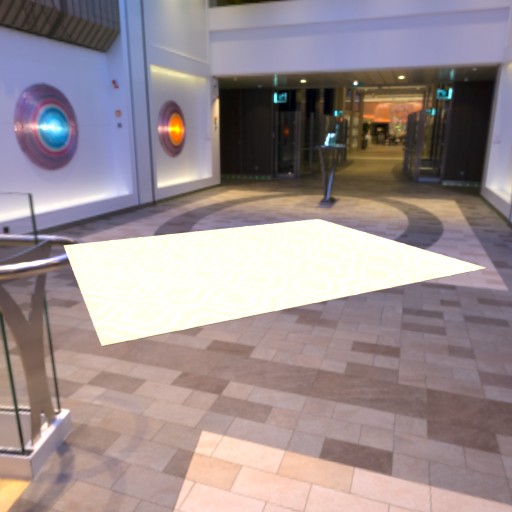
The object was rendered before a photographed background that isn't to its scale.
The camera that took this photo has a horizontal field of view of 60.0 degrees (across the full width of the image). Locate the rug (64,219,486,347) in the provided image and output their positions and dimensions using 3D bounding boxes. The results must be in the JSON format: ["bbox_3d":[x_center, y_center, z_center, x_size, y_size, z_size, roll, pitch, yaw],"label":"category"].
[{"bbox_3d":[0.000,0.000,3.821,2.892,0.006,2.283,-8,17,-26],"label":"rug"}]
